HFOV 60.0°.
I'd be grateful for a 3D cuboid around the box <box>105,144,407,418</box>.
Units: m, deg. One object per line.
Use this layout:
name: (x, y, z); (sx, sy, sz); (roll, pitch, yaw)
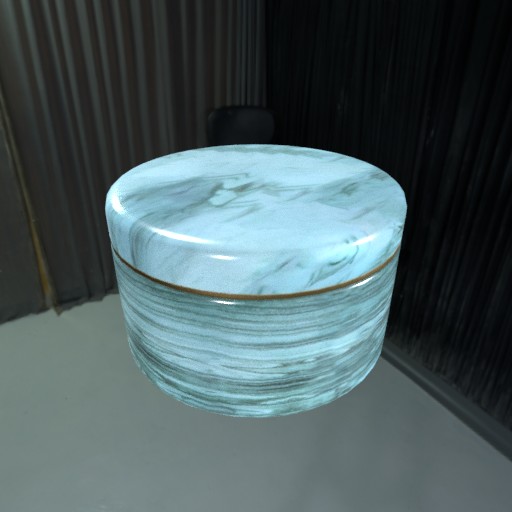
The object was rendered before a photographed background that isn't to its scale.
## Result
box: (0.000, 0.000, 0.167); (0.101, 0.063, 0.101); (0, 29, 0)
